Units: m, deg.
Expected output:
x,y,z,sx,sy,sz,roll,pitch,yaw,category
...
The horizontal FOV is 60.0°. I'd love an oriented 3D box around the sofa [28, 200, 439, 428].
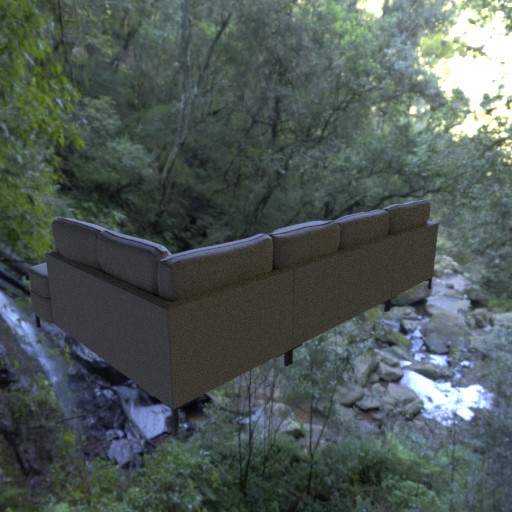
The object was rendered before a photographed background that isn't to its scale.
x,y,z,sx,sy,sz,roll,pitch,yaw,category
0.000,0.000,4.181,2.021,0.996,3.423,15,21,43,sofa
